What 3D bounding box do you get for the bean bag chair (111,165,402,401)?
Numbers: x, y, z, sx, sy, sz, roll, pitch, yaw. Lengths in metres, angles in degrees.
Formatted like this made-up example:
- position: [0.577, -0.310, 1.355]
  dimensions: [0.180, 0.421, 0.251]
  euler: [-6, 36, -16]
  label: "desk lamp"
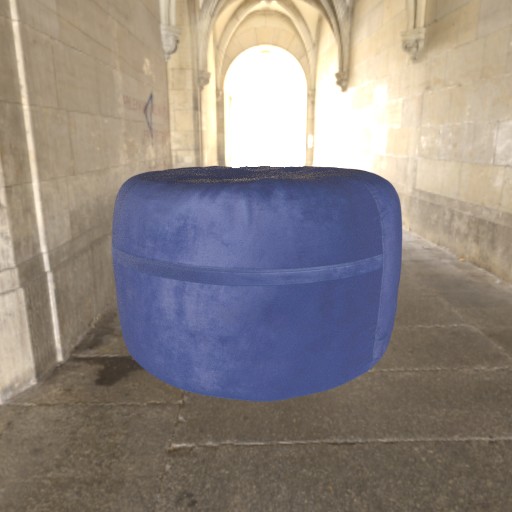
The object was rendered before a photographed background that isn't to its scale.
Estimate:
- position: [0.000, 0.000, 1.957]
  dimensions: [1.219, 0.762, 1.219]
  euler: [0, 15, 0]
  label: "bean bag chair"
